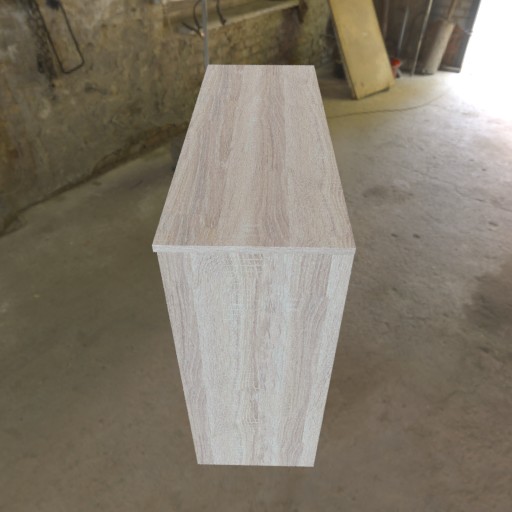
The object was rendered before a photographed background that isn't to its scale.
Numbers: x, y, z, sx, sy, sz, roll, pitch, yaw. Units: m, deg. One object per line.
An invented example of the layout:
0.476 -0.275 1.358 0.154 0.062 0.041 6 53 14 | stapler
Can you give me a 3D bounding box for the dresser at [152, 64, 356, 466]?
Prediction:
0.000 0.000 1.461 0.380 0.900 0.980 1 41 1 | dresser
